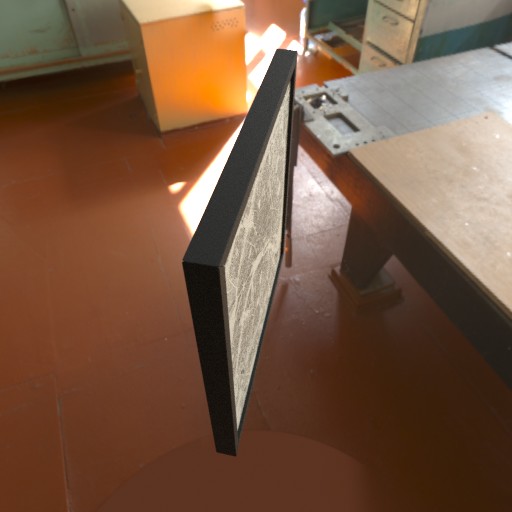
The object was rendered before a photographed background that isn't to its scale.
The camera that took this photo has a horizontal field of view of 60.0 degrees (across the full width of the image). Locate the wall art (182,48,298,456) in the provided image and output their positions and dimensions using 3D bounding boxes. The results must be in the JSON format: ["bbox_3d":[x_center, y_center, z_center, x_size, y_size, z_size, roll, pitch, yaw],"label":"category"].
[{"bbox_3d":[0.000,0.000,0.775,0.037,0.508,0.508,9,48,8],"label":"wall art"}]
